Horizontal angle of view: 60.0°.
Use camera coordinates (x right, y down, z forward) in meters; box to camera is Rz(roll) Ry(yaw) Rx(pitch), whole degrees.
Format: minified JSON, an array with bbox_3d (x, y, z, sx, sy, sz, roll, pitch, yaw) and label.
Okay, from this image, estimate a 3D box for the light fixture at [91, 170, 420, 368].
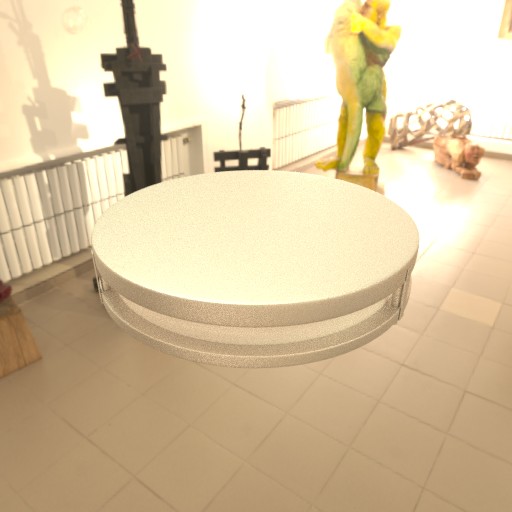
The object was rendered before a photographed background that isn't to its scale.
[{"bbox_3d":[0.000,0.000,0.525,0.356,0.102,0.356,0,28,0],"label":"light fixture"}]
